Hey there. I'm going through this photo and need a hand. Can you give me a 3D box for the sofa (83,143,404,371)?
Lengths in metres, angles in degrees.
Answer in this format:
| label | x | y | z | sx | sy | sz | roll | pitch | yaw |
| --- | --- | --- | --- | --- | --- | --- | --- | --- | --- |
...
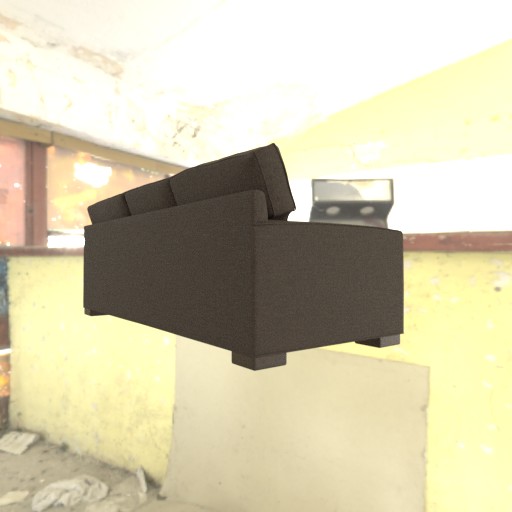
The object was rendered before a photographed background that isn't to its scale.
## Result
| label | x | y | z | sx | sy | sz | roll | pitch | yaw |
| --- | --- | --- | --- | --- | --- | --- | --- | --- | --- |
| sofa | 0.000 | 0.000 | 3.232 | 1.790 | 0.973 | 2.370 | 0 | -1 | -37 |
